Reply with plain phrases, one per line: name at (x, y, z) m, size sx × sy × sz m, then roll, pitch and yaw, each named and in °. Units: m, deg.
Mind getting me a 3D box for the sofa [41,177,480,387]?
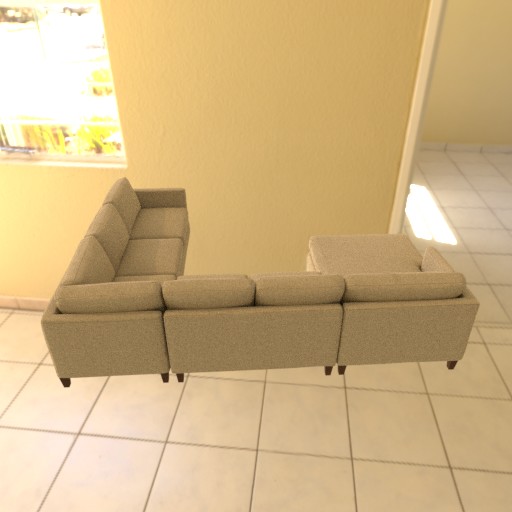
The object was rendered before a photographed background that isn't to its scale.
sofa at (0.000, 0.000, 4.626) m, size 3.460 × 0.959 × 2.593 m, roll -2°, pitch 31°, yaw -3°
